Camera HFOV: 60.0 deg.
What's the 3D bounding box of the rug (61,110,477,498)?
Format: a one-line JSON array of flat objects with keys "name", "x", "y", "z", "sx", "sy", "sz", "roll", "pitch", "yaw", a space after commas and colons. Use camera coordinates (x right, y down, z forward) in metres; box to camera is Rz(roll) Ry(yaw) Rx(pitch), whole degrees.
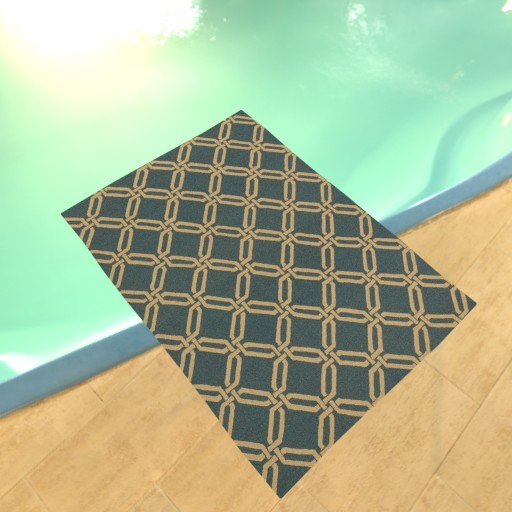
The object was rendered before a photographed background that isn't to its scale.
[{"name": "rug", "x": 0.000, "y": 0.000, "z": 2.685, "sx": 1.524, "sy": 0.013, "sz": 2.135, "roll": -36, "pitch": 65, "yaw": -20}]
